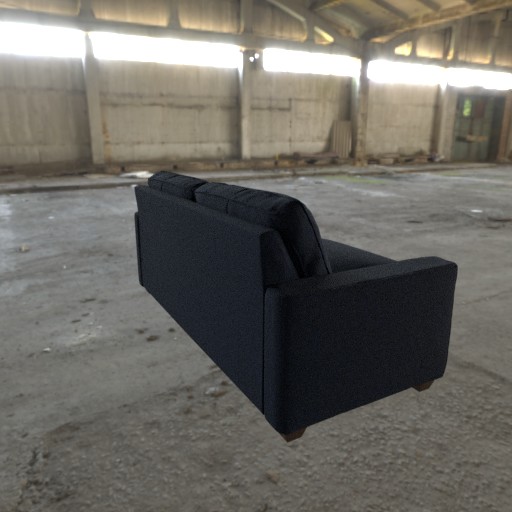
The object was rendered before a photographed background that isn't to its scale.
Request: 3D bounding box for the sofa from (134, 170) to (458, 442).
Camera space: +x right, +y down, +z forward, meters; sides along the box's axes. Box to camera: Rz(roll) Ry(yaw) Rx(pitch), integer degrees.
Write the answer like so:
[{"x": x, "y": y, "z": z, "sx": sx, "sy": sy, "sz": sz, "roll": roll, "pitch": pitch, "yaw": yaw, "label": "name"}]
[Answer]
[{"x": 0.000, "y": 0.000, "z": 2.608, "sx": 0.940, "sy": 0.919, "sz": 2.080, "roll": -8, "pitch": 17, "yaw": -28, "label": "sofa"}]
